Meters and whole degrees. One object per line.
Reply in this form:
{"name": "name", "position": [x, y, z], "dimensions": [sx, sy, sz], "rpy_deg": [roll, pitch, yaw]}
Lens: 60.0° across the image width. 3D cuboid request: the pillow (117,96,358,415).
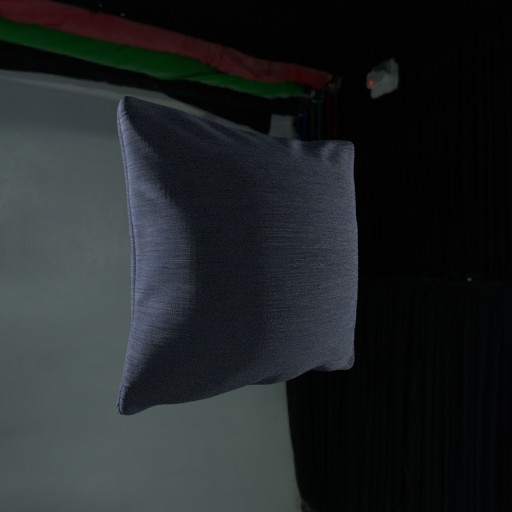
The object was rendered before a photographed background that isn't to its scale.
{"name": "pillow", "position": [0.000, 0.000, 0.690], "dimensions": [0.432, 0.414, 0.246], "rpy_deg": [0, 0, -35]}
